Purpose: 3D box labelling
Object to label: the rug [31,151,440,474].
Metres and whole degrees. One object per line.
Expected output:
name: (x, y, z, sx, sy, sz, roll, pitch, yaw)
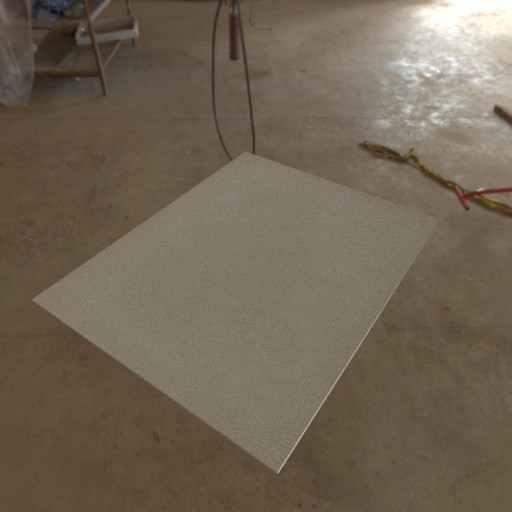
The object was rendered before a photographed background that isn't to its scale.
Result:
rug: (0.000, 0.000, 3.478, 2.073, 0.011, 2.584, 25, 48, 25)
